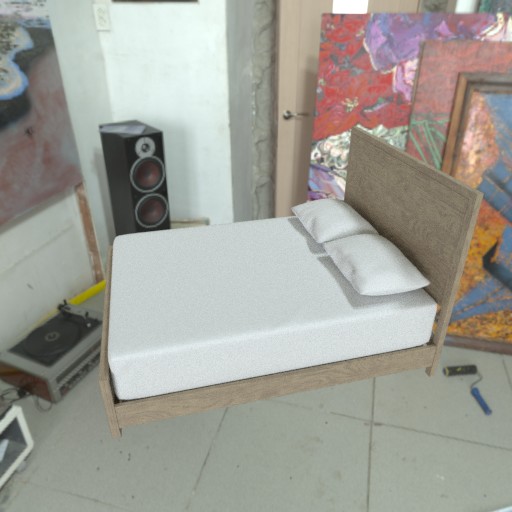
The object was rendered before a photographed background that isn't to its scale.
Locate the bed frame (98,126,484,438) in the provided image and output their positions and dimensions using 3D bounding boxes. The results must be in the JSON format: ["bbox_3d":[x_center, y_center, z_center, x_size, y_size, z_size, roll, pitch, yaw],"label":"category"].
[{"bbox_3d":[0.000,0.000,3.227,2.189,1.369,1.606,-7,30,-12],"label":"bed frame"}]
